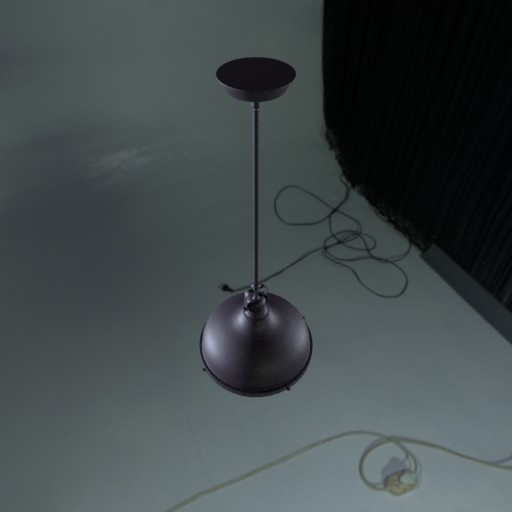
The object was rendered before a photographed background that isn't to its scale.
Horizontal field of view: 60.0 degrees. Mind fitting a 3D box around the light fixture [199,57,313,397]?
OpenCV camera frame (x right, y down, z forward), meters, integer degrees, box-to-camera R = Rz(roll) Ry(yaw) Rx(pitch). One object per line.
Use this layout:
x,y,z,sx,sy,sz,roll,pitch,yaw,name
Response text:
0.000,0.000,1.023,0.341,0.849,0.341,-23,50,-21,light fixture
